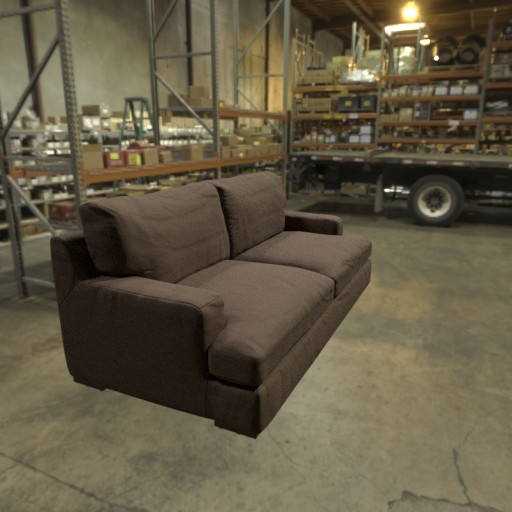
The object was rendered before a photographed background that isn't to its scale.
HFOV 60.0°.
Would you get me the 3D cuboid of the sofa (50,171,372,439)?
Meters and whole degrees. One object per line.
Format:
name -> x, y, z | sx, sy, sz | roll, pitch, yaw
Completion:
sofa -> 0.000, 0.000, 2.923 | 1.140, 0.950, 2.274 | 7, 17, 25
